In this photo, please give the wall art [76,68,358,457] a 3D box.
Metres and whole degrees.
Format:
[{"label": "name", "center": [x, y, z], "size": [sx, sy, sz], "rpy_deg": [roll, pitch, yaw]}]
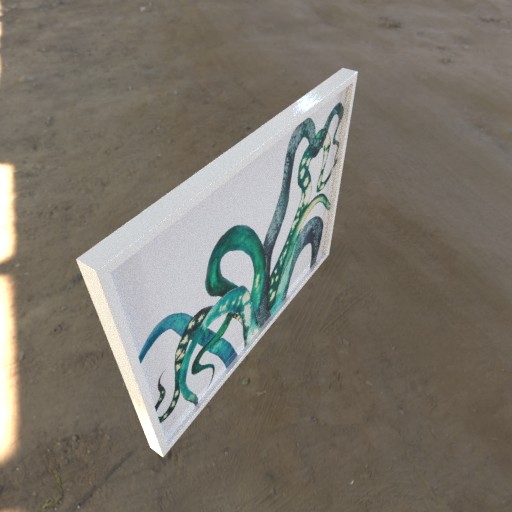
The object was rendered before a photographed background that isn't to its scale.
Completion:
[{"label": "wall art", "center": [0.000, 0.000, 1.349], "size": [0.053, 0.787, 1.041], "rpy_deg": [25, 50, 24]}]
